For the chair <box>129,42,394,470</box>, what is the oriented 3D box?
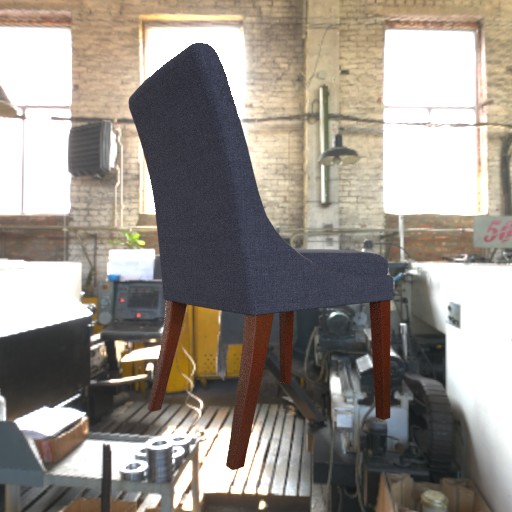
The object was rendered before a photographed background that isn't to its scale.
[{"bbox_3d":[0.000,0.000,1.318,0.655,0.952,0.508,0,0,-35],"label":"chair"}]
